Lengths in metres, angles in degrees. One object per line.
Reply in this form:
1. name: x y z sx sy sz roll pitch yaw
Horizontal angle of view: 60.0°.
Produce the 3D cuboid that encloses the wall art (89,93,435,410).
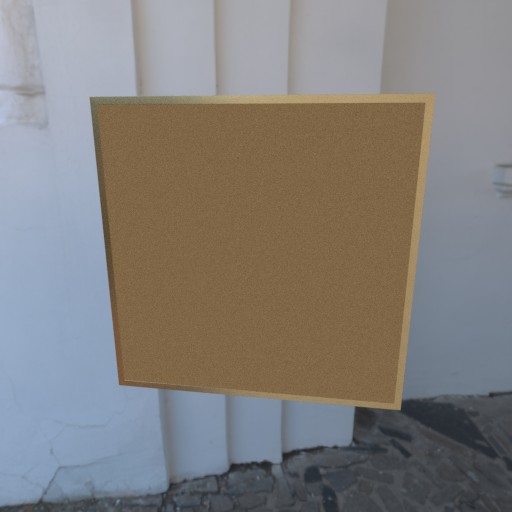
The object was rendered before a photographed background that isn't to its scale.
1. wall art: 0.000 0.000 0.448 0.304 0.304 0.038 2 17 8
